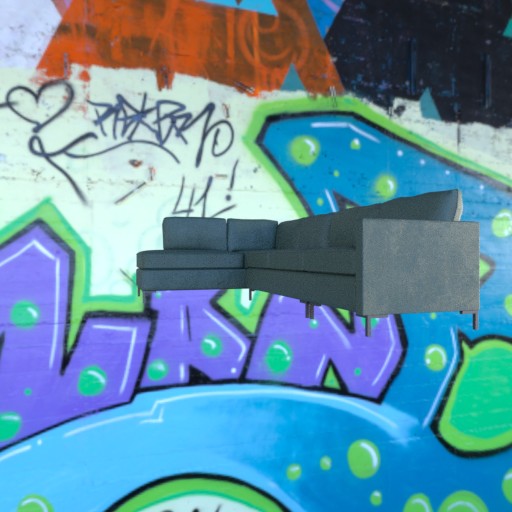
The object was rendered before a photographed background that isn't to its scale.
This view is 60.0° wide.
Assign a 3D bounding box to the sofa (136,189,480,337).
[{"bbox_3d":[0.000,0.000,4.260,2.048,0.996,3.384,0,0,-18],"label":"sofa"}]
